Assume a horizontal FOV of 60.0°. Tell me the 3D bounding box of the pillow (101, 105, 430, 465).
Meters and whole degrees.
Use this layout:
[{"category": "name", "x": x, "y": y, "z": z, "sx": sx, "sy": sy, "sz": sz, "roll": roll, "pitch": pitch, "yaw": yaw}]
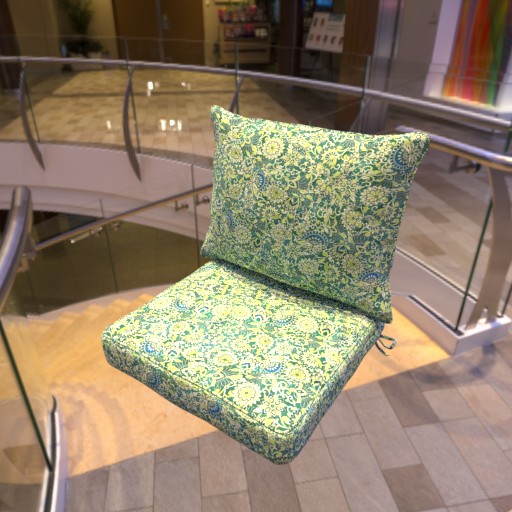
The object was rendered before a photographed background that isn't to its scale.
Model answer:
[{"category": "pillow", "x": 0.000, "y": 0.000, "z": 1.342, "sx": 0.798, "sy": 0.722, "sz": 0.740, "roll": 19, "pitch": 34, "yaw": 30}]
